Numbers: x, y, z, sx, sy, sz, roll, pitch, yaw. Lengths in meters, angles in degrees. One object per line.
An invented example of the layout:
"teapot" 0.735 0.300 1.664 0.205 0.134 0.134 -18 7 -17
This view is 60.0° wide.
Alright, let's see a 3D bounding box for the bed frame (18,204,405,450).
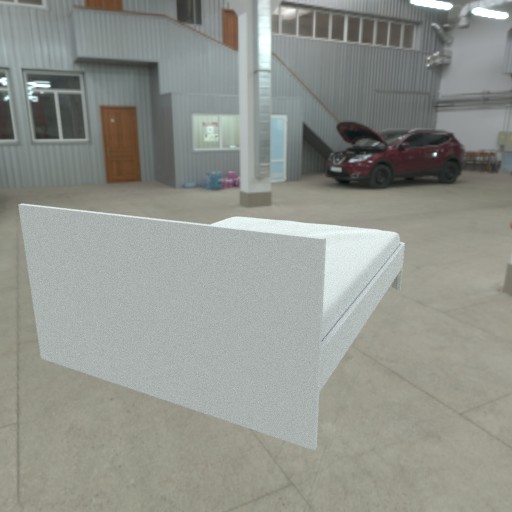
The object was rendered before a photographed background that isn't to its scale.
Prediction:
"bed frame" 0.000 0.000 2.683 1.490 0.800 1.950 8 18 26
